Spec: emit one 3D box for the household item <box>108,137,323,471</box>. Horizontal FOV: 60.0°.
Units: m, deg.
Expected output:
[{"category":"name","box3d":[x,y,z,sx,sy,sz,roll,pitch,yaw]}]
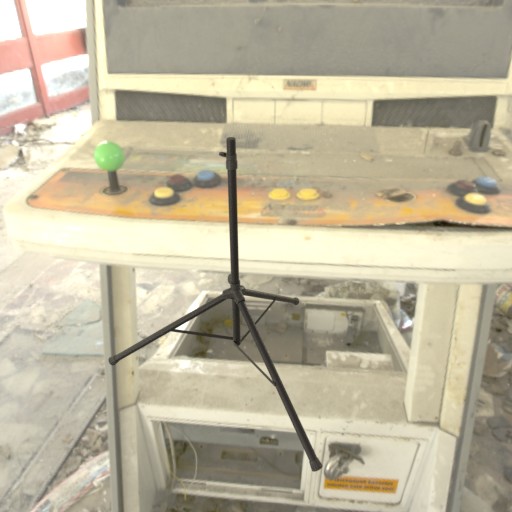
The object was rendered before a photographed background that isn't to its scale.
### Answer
[{"category":"household item","box3d":[0.000,0.000,2.786,1.596,1.595,1.339,18,35,27]}]
